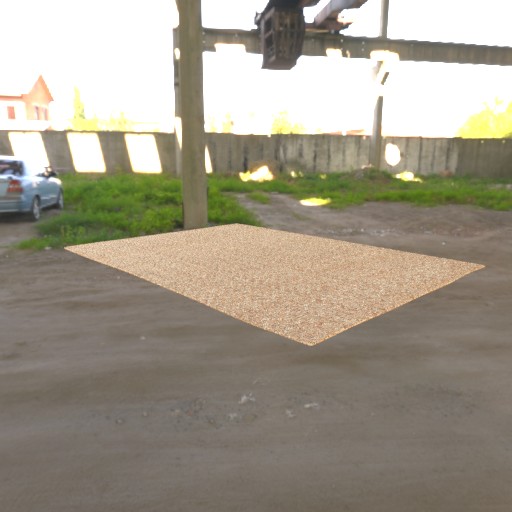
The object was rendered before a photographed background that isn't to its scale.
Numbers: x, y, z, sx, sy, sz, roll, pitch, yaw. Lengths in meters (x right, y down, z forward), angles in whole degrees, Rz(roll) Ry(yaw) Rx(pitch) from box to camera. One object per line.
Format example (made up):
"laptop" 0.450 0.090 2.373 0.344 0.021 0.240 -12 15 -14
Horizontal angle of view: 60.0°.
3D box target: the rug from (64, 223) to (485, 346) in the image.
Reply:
"rug" 0.000 0.000 2.707 1.566 0.013 2.141 -12 17 -42
